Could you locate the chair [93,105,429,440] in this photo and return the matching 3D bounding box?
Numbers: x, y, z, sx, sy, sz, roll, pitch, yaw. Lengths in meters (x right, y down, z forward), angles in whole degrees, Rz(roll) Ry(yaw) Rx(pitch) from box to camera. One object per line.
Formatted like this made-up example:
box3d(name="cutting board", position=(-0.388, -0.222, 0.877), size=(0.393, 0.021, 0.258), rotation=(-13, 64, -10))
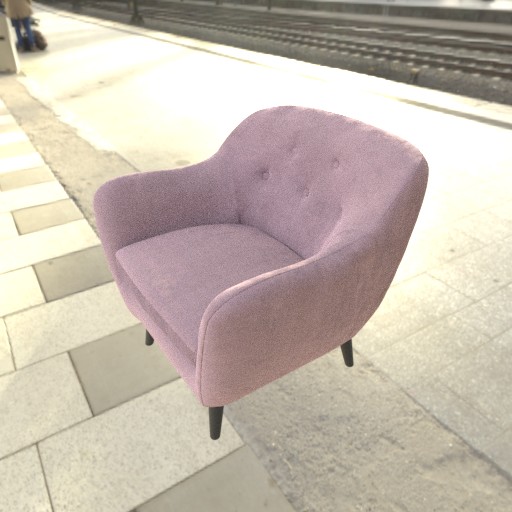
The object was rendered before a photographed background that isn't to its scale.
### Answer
box3d(name="chair", position=(0.000, 0.000, 1.492), size=(0.820, 0.820, 0.840), rotation=(-20, 37, -29))
